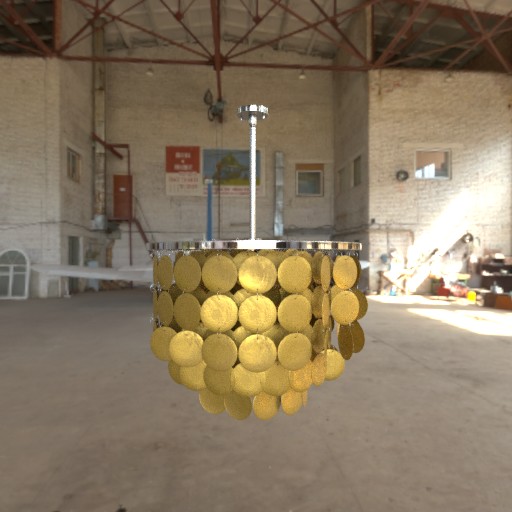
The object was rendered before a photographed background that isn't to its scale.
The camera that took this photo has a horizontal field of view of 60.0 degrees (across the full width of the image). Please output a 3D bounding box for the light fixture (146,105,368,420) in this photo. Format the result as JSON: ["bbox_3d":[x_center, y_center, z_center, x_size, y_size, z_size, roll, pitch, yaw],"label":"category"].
[{"bbox_3d":[0.000,0.000,0.749,0.368,0.492,0.368,0,0,0],"label":"light fixture"}]
